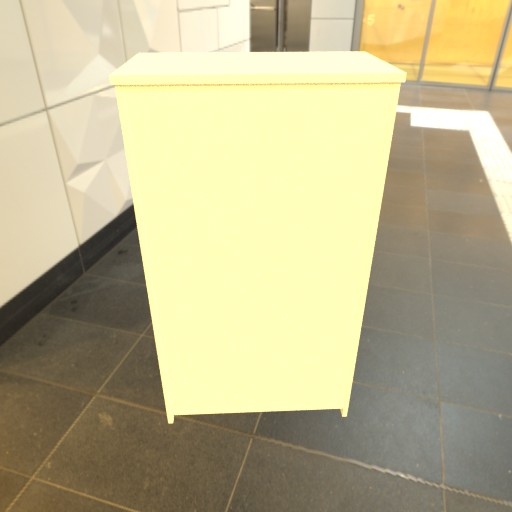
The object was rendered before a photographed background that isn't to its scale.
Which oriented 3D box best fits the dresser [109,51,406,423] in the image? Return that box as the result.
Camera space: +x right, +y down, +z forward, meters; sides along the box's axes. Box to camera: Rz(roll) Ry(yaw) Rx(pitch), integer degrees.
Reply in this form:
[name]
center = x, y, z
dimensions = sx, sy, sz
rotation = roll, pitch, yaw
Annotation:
[dresser]
center = 0.000, 0.000, 1.545
dimensions = 0.704, 1.255, 0.399
rotation = -1, 32, -2
